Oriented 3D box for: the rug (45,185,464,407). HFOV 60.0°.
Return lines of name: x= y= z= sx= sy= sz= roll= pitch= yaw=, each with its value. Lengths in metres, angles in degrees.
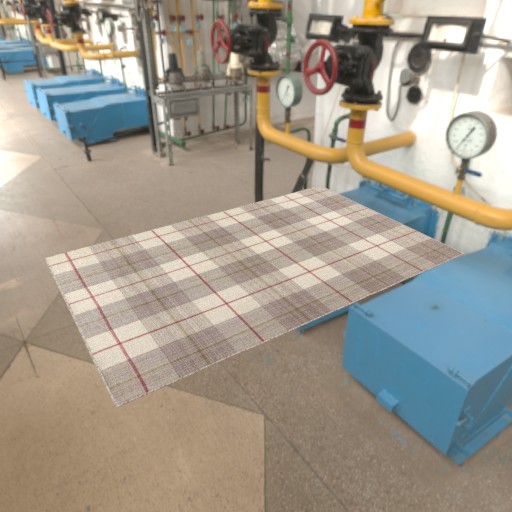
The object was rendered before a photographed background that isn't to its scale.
rug: x=0.000 y=0.000 z=3.066 sx=2.464 sy=0.010 sz=1.549 roll=-18 pitch=35 yaw=-28
